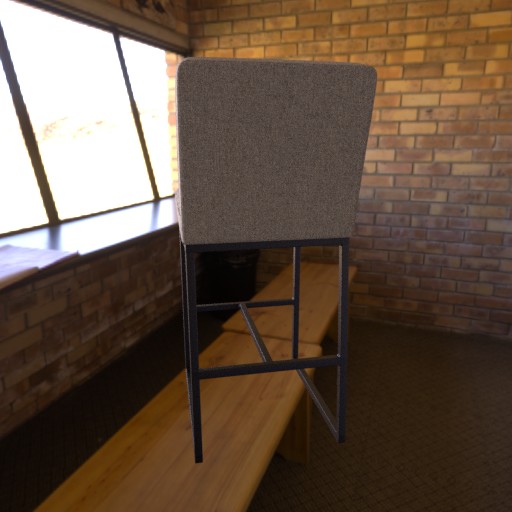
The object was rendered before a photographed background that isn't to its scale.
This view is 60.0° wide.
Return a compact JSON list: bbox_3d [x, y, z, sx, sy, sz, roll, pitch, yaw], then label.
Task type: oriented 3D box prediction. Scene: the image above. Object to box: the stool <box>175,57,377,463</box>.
[{"bbox_3d":[0.000,0.000,1.349,0.459,1.034,0.571,-3,15,-11],"label":"stool"}]
